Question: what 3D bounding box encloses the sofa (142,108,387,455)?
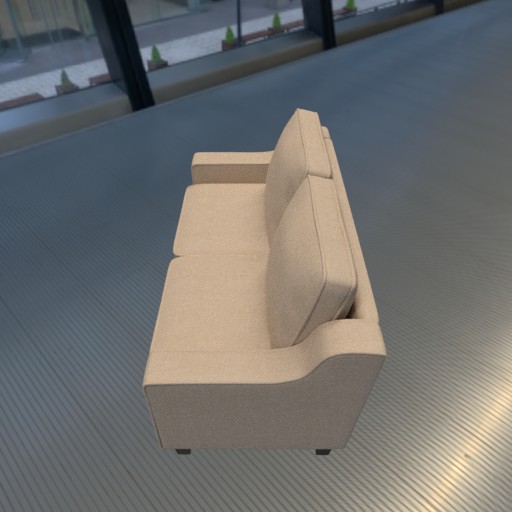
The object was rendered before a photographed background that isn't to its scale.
[{"bbox_3d":[0.000,0.000,3.497,1.351,1.562,2.587,0,41,0],"label":"sofa"}]
